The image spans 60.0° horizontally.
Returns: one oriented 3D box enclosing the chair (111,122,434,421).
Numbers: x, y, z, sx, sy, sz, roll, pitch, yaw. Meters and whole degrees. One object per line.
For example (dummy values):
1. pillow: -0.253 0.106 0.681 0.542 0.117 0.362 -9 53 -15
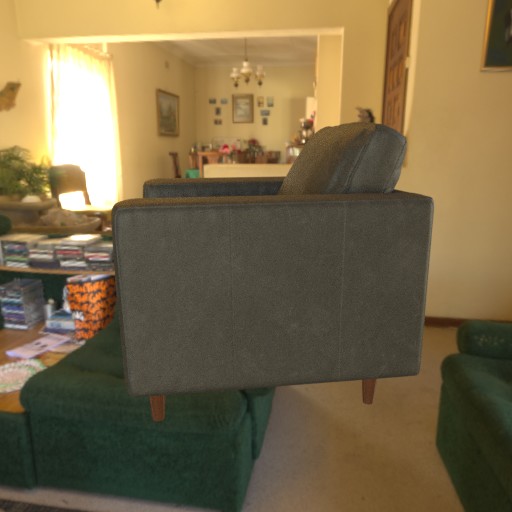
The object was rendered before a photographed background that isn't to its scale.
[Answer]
1. chair: 0.000 0.000 1.564 0.879 0.898 0.831 -2 14 -7
